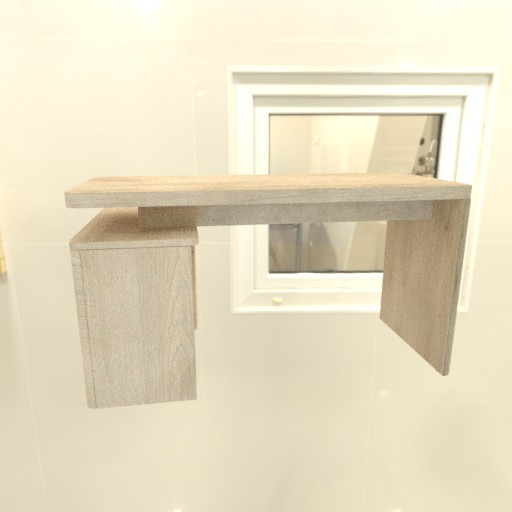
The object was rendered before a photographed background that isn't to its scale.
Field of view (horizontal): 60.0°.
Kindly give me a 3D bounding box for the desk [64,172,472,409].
[{"bbox_3d":[0.000,0.000,2.119,1.400,0.770,1.175,-2,15,-9],"label":"desk"}]
